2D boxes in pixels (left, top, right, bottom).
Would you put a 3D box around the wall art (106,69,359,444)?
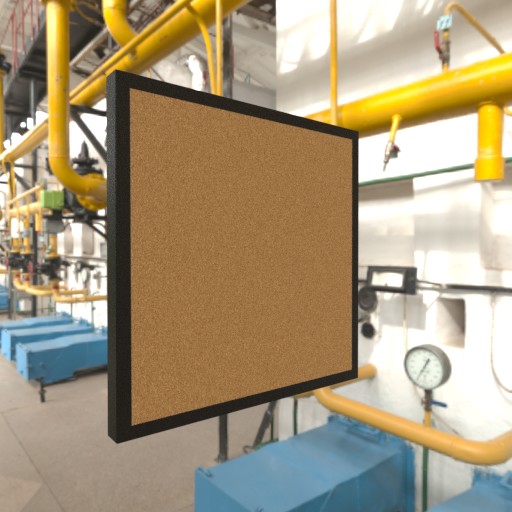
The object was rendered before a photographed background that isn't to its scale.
[{"bbox_3d":[0.000,0.000,0.769,0.508,0.508,0.036,-1,1,-38],"label":"wall art"}]
